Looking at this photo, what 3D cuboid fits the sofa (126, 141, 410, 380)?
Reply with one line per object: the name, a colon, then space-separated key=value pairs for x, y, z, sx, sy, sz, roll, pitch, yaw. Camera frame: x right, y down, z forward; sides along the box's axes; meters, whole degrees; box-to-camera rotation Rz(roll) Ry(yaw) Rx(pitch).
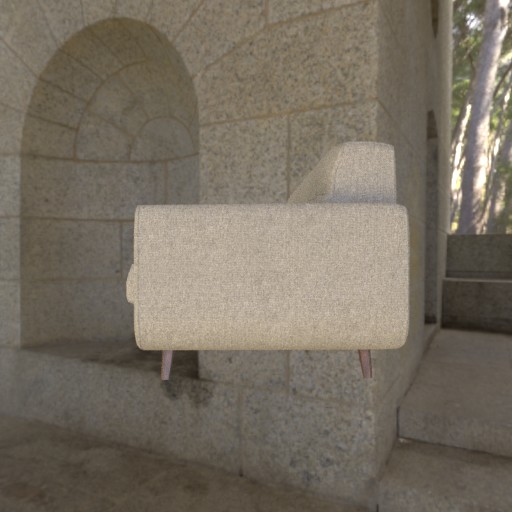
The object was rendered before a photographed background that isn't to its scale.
sofa: x=0.000 y=0.000 z=2.469 sx=0.968 sy=0.873 sz=2.055 roll=0 pitch=1 yaw=-2
